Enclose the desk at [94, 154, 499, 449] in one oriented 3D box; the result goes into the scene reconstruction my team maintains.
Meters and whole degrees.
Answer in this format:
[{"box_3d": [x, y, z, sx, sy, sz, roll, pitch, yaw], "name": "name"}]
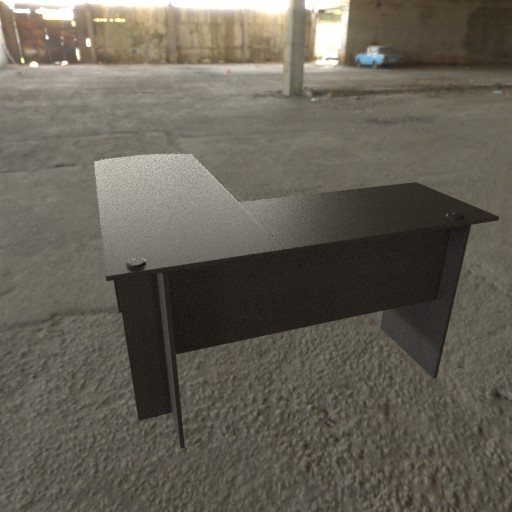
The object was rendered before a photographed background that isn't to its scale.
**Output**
[{"box_3d": [0.000, 0.000, 2.069, 1.303, 0.716, 1.361, -9, 27, -17], "name": "desk"}]
